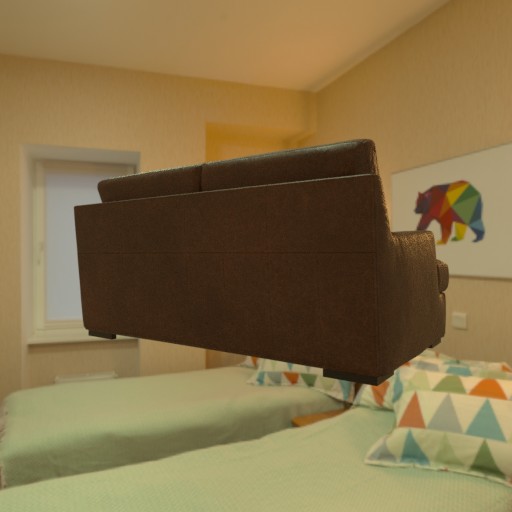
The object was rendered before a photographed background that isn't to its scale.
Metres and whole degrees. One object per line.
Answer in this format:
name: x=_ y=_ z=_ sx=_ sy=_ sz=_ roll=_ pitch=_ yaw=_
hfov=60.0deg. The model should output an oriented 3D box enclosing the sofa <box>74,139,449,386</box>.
sofa: x=0.000 y=0.000 z=2.499 sx=1.880 sy=0.939 sz=1.143 roll=0 pitch=0 yaw=35
